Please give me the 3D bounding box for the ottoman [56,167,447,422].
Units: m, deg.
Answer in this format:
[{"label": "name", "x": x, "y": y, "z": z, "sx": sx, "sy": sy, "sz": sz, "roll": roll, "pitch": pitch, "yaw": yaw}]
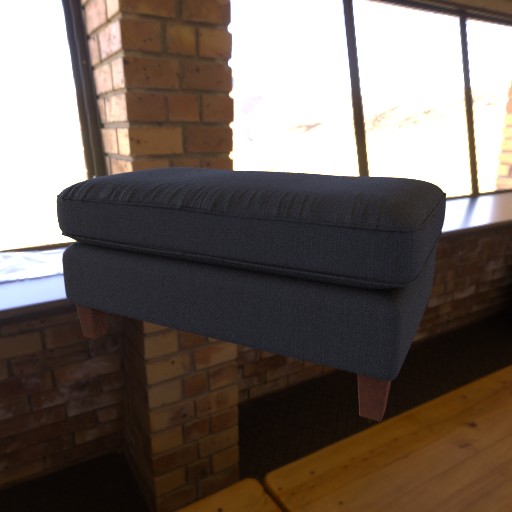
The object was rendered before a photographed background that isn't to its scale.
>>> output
[{"label": "ottoman", "x": 0.000, "y": 0.000, "z": 1.187, "sx": 0.885, "sy": 0.438, "sz": 0.570, "roll": 8, "pitch": 18, "yaw": 26}]
